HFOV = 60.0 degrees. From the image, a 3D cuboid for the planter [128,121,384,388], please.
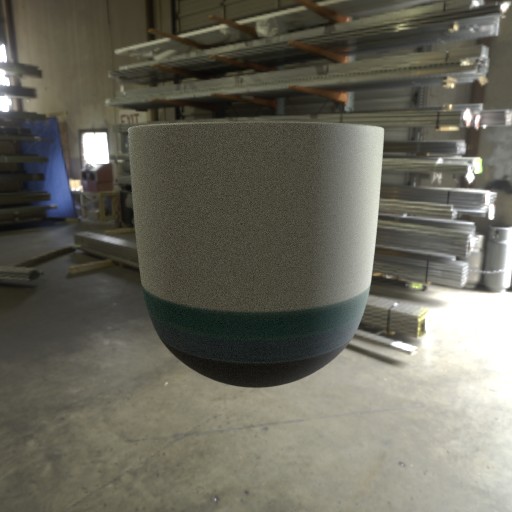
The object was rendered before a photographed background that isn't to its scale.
[{"bbox_3d":[0.000,0.000,0.390,0.204,0.214,0.204,0,13,0],"label":"planter"}]
